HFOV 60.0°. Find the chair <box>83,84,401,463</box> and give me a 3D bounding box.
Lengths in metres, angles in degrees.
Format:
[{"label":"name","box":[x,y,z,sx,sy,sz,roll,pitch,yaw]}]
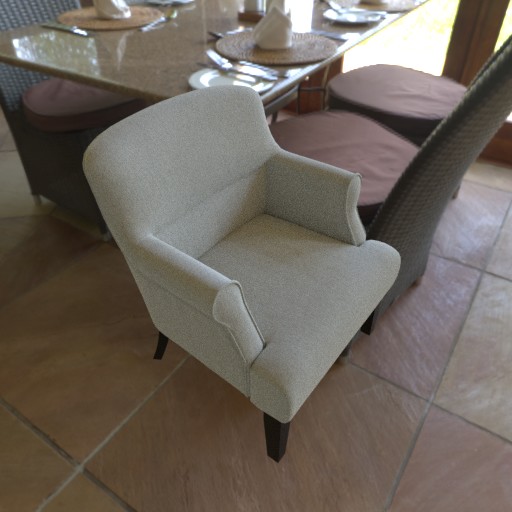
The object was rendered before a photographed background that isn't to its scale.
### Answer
[{"label":"chair","box":[0.000,0.000,1.460,0.750,0.875,0.781,25,46,28]}]
